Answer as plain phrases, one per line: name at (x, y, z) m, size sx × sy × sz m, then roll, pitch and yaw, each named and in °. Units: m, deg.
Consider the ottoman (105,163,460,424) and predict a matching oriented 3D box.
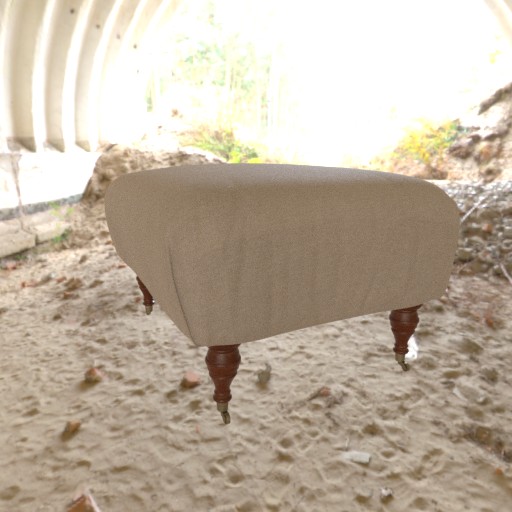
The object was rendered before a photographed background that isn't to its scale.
ottoman at (0.000, 0.000, 1.099) m, size 0.622 × 0.450 × 0.746 m, roll -7°, pitch 15°, yaw -26°
